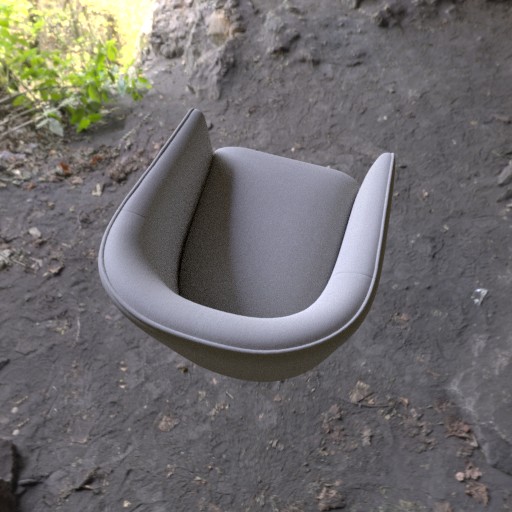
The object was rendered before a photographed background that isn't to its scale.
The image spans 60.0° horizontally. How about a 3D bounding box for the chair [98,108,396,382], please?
[{"bbox_3d":[0.000,0.000,1.449,0.747,0.799,0.875,15,63,8],"label":"chair"}]
